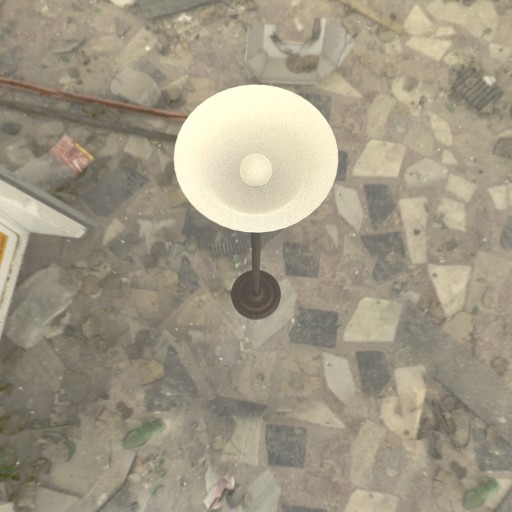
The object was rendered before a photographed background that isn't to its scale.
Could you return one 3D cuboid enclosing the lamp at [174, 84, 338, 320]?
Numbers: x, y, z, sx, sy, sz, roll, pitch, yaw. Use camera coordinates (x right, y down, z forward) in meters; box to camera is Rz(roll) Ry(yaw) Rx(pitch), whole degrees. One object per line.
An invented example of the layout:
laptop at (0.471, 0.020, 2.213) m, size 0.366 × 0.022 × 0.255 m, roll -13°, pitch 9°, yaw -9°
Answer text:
lamp at (0.000, 0.000, 1.956) m, size 0.405 × 1.797 × 0.405 m, roll 33°, pitch 76°, yaw 9°
